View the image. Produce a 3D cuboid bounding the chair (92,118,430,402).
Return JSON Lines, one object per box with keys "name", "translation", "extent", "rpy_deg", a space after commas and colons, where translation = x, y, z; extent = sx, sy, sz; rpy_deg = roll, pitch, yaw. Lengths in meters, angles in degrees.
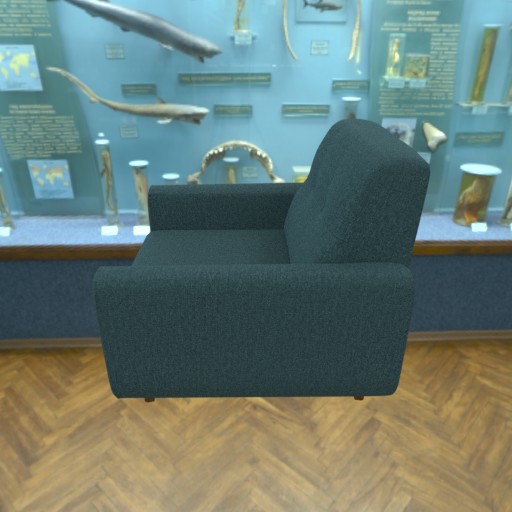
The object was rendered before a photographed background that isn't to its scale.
{"name": "chair", "translation": [0.000, 0.000, 1.684], "extent": [0.964, 0.940, 0.880], "rpy_deg": [0, 27, -1]}
